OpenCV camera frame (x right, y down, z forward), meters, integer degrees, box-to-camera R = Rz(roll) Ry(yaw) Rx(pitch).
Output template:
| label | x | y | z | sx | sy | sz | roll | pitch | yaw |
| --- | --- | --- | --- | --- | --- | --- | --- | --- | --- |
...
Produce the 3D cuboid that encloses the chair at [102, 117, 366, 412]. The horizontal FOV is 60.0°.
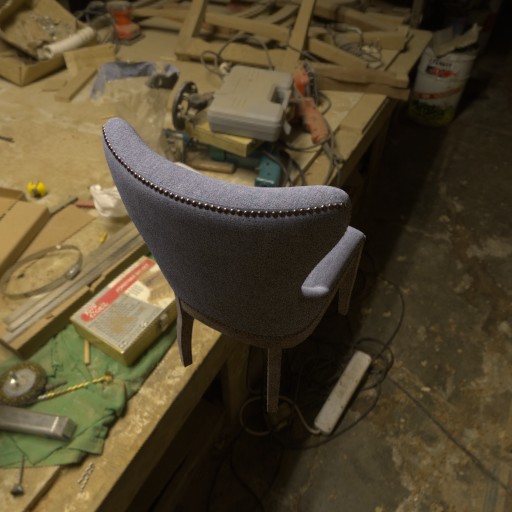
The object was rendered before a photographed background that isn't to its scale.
| label | x | y | z | sx | sy | sz | roll | pitch | yaw |
| --- | --- | --- | --- | --- | --- | --- | --- | --- | --- |
| chair | 0.000 | 0.000 | 1.449 | 0.654 | 1.002 | 0.681 | 22 | 50 | 20 |
